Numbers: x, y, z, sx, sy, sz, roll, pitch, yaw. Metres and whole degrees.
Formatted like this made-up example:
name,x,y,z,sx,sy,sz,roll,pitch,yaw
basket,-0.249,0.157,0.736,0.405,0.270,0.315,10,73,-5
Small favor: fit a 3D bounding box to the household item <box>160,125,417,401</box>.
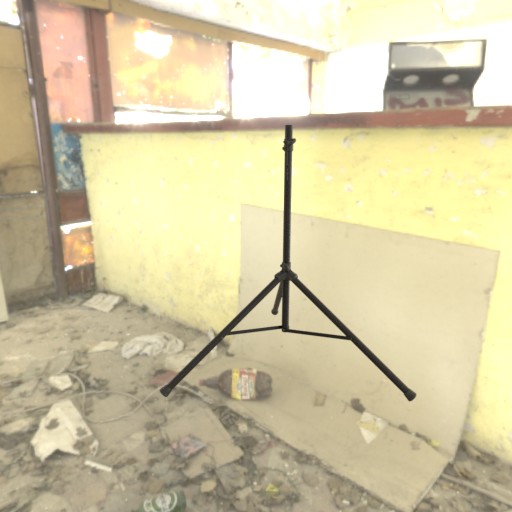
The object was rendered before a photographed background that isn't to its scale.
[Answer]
name,x,y,z,sx,sy,sz,roll,pitch,yaw
household item,0.000,0.000,2.802,1.339,1.595,1.596,-8,17,-28
